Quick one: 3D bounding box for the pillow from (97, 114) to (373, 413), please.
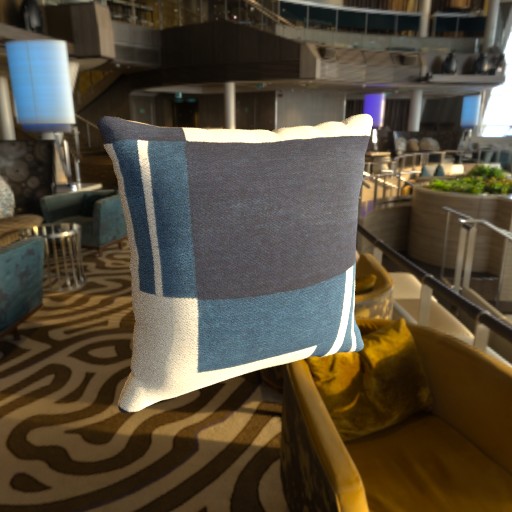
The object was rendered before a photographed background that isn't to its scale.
[{"bbox_3d":[0.000,0.000,0.820,0.536,0.506,0.229,-8,18,-25],"label":"pillow"}]
